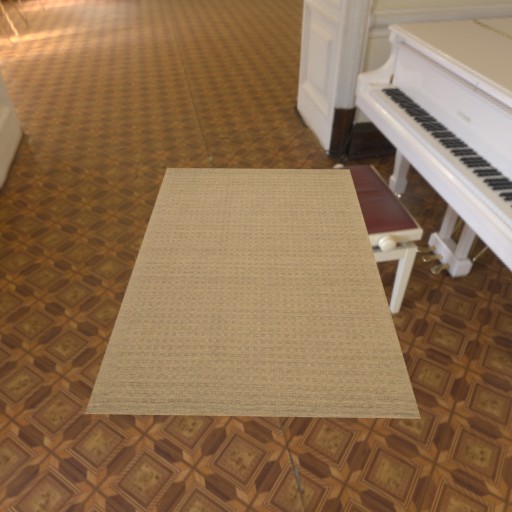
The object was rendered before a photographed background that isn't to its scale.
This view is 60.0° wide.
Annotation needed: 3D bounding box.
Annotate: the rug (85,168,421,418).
[{"bbox_3d":[0.000,0.000,3.712,1.981,0.006,2.895,1,41,1],"label":"rug"}]
